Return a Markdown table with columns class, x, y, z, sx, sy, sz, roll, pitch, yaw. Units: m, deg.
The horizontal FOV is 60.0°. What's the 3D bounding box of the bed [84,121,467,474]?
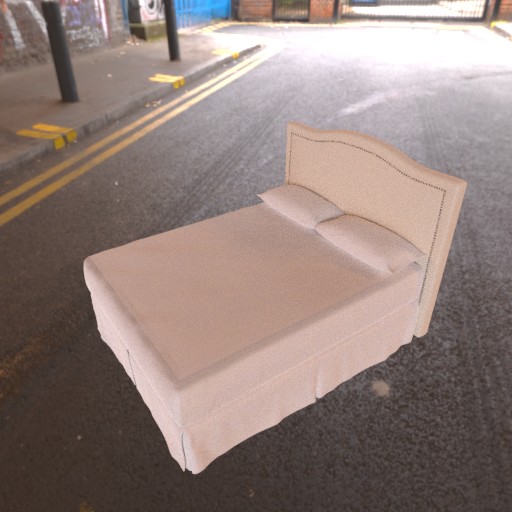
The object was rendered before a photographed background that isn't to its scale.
| class | x | y | z | sx | sy | sz | roll | pitch | yaw |
| --- | --- | --- | --- | --- | --- | --- | --- | --- | --- |
| bed | 0.000 | 0.000 | 3.267 | 2.143 | 1.460 | 1.753 | -20 | 37 | -29 |
